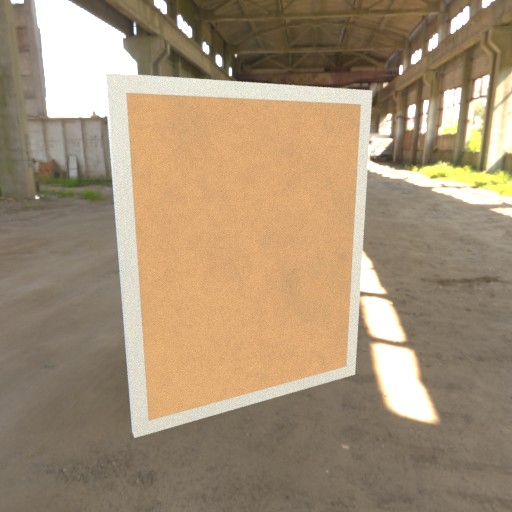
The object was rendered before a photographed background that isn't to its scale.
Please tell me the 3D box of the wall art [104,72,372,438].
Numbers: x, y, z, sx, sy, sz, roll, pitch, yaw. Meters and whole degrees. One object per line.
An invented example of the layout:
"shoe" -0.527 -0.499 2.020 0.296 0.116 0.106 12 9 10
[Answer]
"wall art" 0.000 0.000 1.111 0.661 0.811 0.026 -7 16 -26
